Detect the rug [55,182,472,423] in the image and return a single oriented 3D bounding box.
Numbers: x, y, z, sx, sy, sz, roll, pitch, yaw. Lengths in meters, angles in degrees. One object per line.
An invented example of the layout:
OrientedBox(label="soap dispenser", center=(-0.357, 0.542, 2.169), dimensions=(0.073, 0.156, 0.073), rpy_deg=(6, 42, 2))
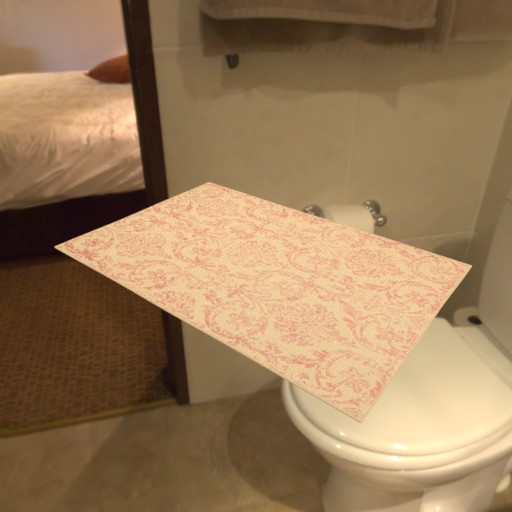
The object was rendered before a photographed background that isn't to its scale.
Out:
OrientedBox(label="rug", center=(0.000, 0.000, 3.482), dimensions=(2.746, 0.018, 1.819), rpy_deg=(22, 37, 32))
